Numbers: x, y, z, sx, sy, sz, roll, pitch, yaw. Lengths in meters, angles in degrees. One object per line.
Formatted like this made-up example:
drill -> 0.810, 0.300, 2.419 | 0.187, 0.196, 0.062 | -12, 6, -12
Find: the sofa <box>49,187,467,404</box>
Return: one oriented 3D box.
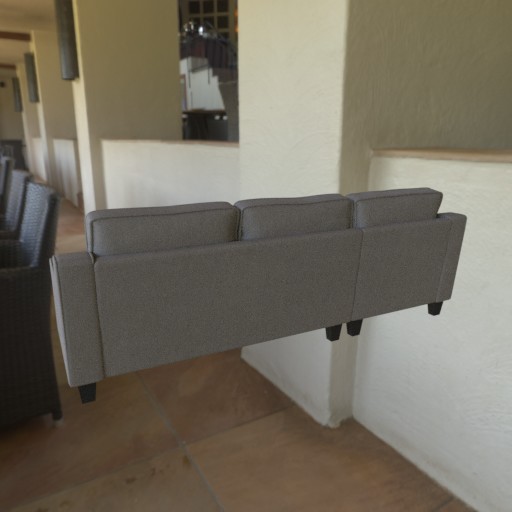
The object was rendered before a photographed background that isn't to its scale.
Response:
sofa -> 0.000, 0.000, 3.044 | 2.561, 0.928, 1.294 | -8, 17, -26
